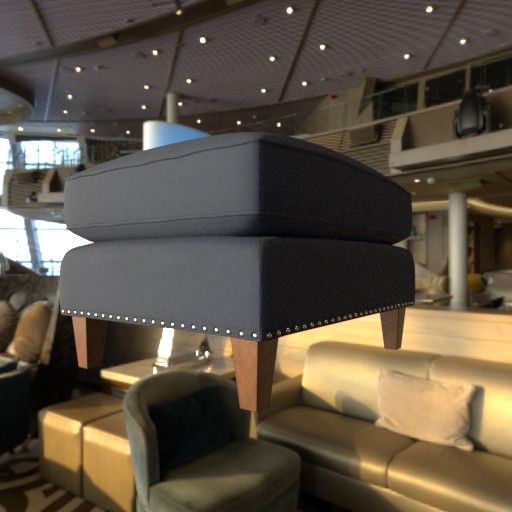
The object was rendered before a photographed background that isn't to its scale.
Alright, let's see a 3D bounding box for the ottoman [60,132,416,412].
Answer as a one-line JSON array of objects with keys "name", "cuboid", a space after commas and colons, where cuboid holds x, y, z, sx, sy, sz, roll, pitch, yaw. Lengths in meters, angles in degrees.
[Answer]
[{"name": "ottoman", "cuboid": [0.000, 0.000, 1.133, 0.584, 0.513, 0.741, -1, -1, 37]}]
